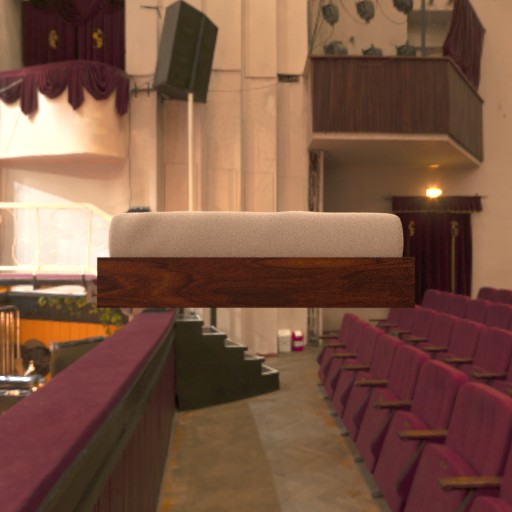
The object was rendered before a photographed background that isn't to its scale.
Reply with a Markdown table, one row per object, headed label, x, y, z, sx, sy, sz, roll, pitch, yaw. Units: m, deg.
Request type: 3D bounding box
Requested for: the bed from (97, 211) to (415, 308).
| label | x | y | z | sx | sy | sz | roll | pitch | yaw |
| --- | --- | --- | --- | --- | --- | --- | --- | --- | --- |
| bed | 0.000 | 0.000 | 2.240 | 0.940 | 0.312 | 1.860 | 0 | 0 | 0 |
